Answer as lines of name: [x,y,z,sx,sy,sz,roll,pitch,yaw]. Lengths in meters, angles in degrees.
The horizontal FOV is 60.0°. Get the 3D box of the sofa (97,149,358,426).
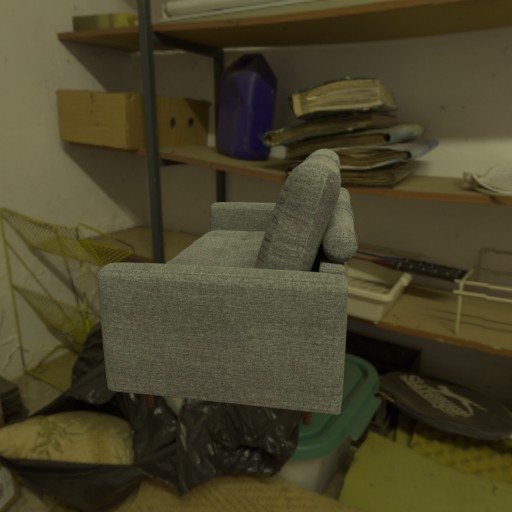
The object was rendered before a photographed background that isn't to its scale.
sofa: [0.000,0.000,2.010,0.842,0.907,1.407,3,16,10]
